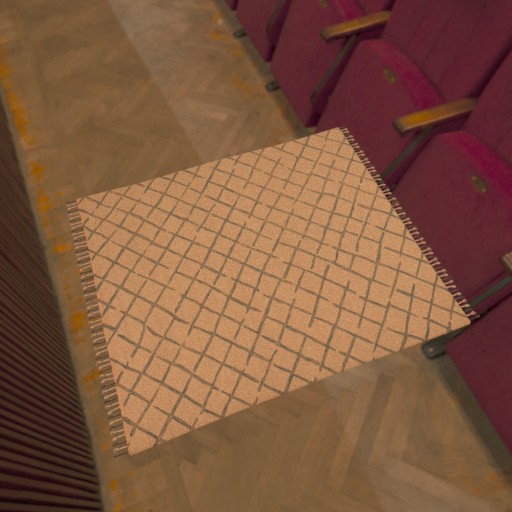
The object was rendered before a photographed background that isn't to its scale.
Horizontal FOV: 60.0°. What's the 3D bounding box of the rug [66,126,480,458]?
[{"bbox_3d":[0.000,0.000,4.671,3.585,0.036,2.892,-18,60,-11],"label":"rug"}]
